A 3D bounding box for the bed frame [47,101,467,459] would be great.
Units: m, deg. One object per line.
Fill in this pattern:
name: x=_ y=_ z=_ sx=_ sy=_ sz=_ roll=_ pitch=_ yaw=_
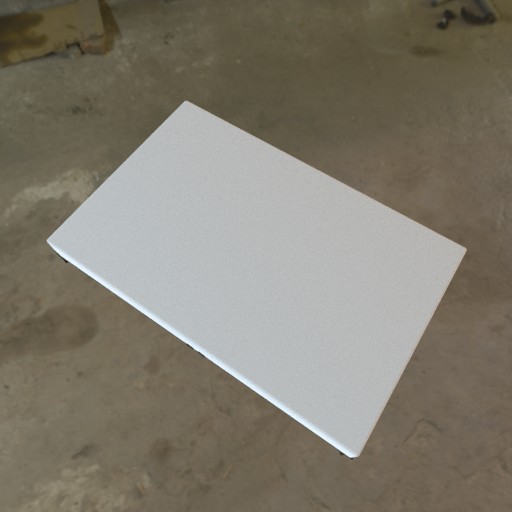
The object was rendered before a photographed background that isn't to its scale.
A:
bed frame: x=0.000 y=0.000 z=3.903 sx=2.987 sy=0.440 sz=1.930 roll=31 pitch=68 yaw=14
